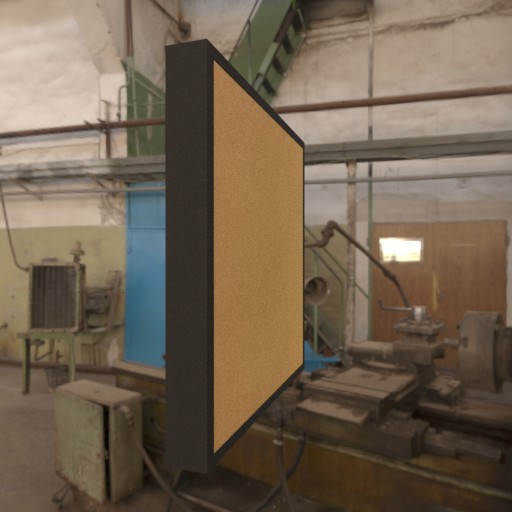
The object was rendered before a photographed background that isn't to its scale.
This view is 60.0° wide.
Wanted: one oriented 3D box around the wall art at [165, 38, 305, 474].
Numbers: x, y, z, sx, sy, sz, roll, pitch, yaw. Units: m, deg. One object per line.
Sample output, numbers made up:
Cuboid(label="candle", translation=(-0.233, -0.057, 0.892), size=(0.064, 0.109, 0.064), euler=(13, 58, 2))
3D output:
Cuboid(label="wall art", translation=(0.000, 0.000, 0.459), size=(0.033, 0.304, 0.305), euler=(0, 0, 19))
